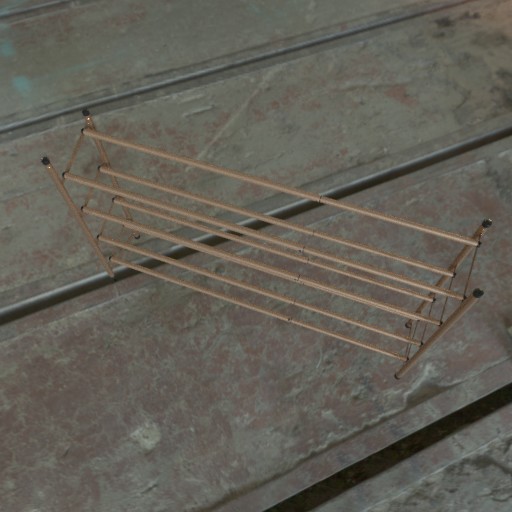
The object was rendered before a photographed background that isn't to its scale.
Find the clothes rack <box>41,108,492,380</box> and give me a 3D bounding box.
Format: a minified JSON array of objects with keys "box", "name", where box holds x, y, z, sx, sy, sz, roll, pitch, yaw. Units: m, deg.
[{"box":[0.000,0.000,1.433,1.168,0.672,0.229,18,61,10],"name":"clothes rack"}]
